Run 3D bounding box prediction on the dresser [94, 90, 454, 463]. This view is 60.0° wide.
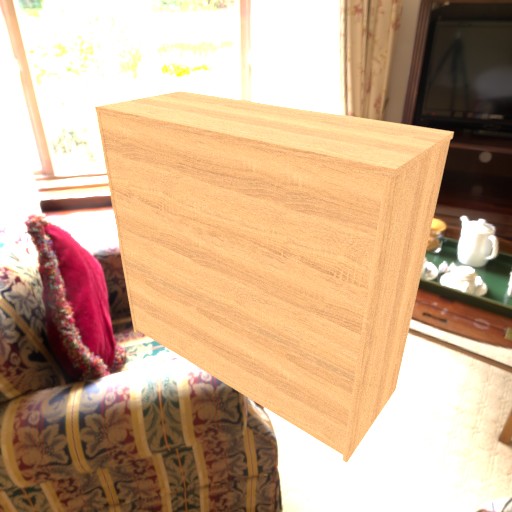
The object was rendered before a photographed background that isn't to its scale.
[{"bbox_3d":[0.000,0.000,1.472,0.980,0.900,0.380,21,36,32],"label":"dresser"}]
